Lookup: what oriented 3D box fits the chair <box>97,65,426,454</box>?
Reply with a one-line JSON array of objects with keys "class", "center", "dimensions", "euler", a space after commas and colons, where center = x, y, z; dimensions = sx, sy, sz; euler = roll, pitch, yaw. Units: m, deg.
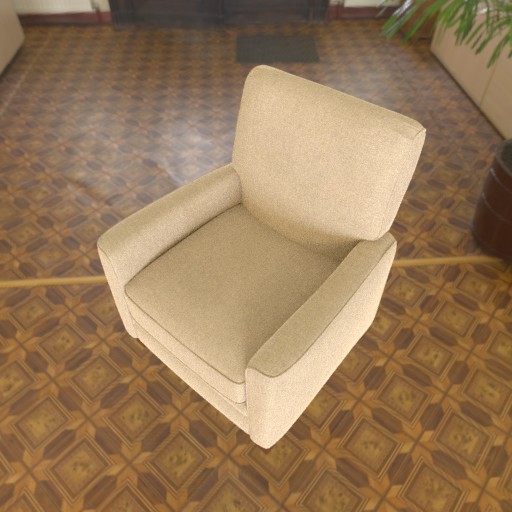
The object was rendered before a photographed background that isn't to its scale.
[{"class": "chair", "center": [0.000, 0.000, 1.636], "dimensions": [0.845, 1.023, 0.859], "euler": [32, 54, 26]}]
